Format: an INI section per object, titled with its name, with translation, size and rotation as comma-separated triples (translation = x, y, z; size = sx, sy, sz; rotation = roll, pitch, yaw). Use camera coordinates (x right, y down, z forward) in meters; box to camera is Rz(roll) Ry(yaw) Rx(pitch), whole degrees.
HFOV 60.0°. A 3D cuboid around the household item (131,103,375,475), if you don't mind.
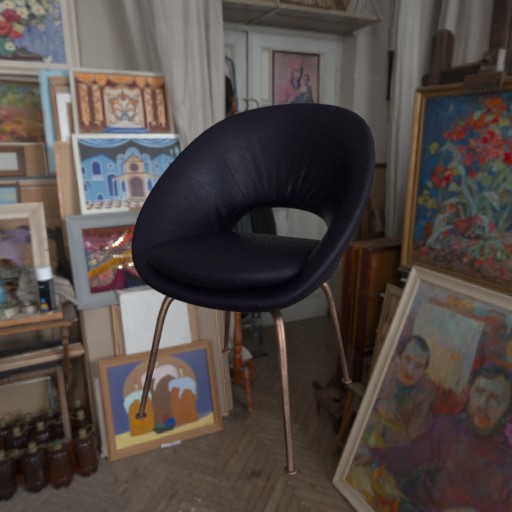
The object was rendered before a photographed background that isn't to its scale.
[household item]
translation = 0.000, 0.000, 1.247
size = 0.623, 0.852, 0.573
rotation = 7, 16, 27
